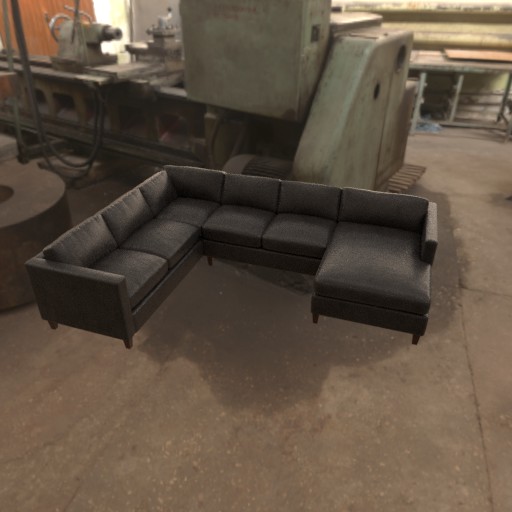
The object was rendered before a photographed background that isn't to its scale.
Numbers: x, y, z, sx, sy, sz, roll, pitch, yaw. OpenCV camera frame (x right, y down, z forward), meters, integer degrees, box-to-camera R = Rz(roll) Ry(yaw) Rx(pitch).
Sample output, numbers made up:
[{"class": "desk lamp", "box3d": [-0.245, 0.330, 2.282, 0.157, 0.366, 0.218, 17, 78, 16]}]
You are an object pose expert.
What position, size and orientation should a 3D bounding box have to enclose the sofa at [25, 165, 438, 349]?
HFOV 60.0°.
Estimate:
[{"class": "sofa", "box3d": [0.000, 0.000, 4.424, 3.324, 0.891, 2.452, 10, 32, 16]}]
